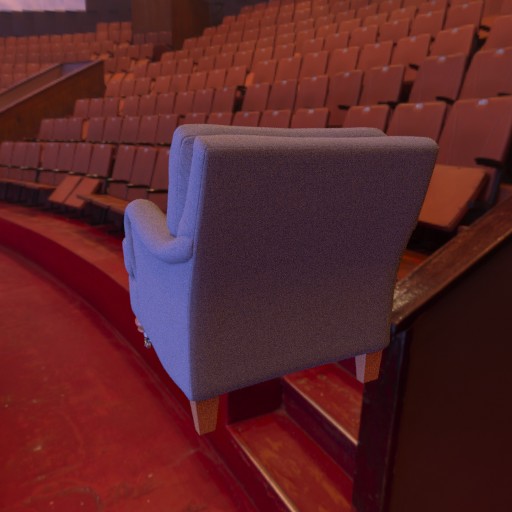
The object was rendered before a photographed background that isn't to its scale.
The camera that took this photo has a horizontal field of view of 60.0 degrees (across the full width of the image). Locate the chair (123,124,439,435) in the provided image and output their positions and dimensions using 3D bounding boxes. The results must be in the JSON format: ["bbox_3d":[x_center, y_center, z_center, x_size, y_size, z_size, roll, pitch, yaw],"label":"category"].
[{"bbox_3d":[0.000,0.000,1.871,0.955,1.038,1.070,-7,16,-27],"label":"chair"}]
